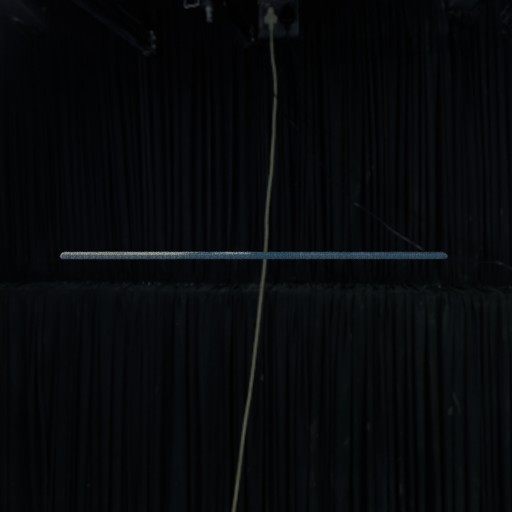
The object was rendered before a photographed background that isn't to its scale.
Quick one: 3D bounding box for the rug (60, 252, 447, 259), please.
[{"bbox_3d":[0.000,0.000,2.938,1.540,0.027,2.450,0,0,1],"label":"rug"}]
